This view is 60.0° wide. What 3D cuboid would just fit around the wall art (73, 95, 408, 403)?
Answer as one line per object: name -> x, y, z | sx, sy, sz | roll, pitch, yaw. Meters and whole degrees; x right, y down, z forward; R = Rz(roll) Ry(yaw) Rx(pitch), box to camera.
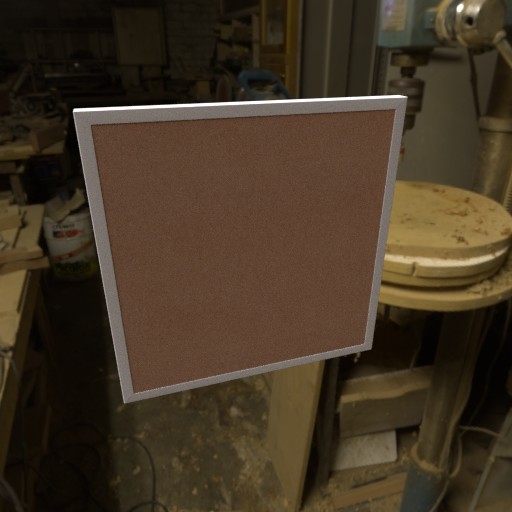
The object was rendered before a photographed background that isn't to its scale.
wall art -> 0.000, 0.000, 1.152 | 0.760, 0.760, 0.036 | -8, 27, -16
